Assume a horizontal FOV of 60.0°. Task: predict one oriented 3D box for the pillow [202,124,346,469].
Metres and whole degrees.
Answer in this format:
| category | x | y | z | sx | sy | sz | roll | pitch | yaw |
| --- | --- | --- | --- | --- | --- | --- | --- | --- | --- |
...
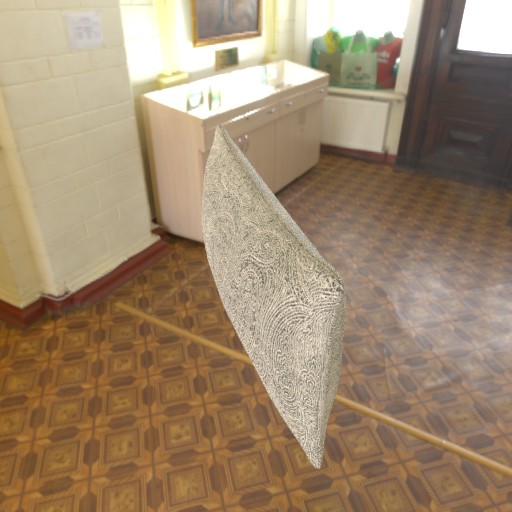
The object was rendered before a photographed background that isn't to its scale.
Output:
| category | x | y | z | sx | sy | sz | roll | pitch | yaw |
| --- | --- | --- | --- | --- | --- | --- | --- | --- | --- |
| pillow | 0.000 | 0.000 | 0.745 | 0.151 | 0.295 | 0.615 | -8 | 32 | -13 |
